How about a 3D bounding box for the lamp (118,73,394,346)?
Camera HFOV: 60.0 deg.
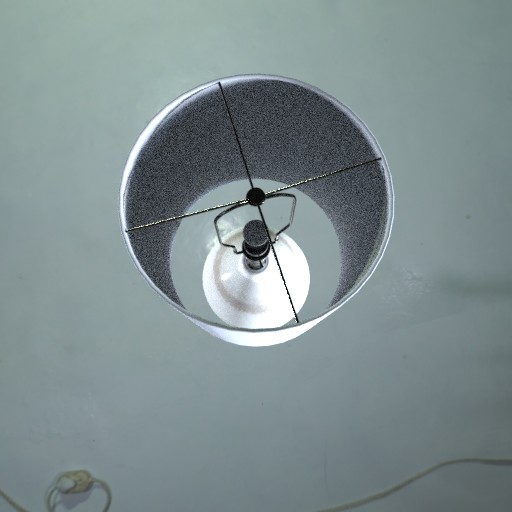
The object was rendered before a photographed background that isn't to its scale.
[{"bbox_3d":[0.000,0.000,0.543,0.217,0.404,0.217,-17,77,-4],"label":"lamp"}]
